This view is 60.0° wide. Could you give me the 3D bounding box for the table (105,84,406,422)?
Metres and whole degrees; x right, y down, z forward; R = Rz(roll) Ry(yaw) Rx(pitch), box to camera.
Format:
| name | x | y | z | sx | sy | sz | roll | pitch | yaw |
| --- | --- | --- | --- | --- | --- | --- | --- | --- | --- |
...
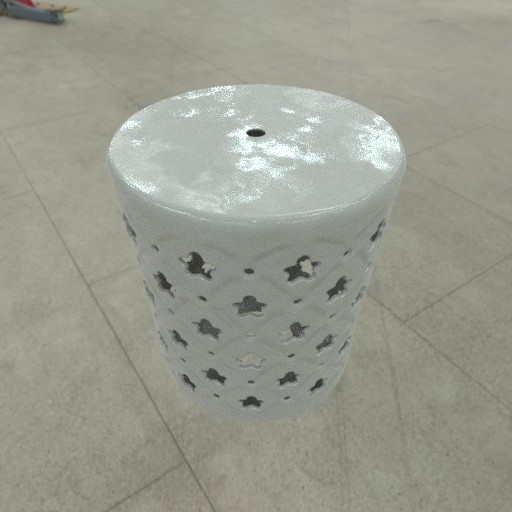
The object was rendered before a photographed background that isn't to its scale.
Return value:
| name | x | y | z | sx | sy | sz | roll | pitch | yaw |
| --- | --- | --- | --- | --- | --- | --- | --- | --- | --- |
| table | 0.000 | 0.000 | 0.651 | 0.352 | 0.387 | 0.352 | 0 | 41 | 0 |
